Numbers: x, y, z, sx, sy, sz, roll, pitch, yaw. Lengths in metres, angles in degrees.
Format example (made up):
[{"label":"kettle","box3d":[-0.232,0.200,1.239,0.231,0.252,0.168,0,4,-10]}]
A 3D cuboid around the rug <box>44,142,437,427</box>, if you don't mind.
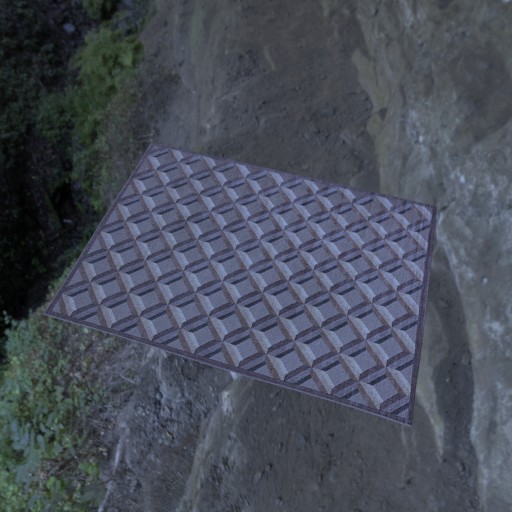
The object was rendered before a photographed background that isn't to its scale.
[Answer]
[{"label":"rug","box3d":[0.000,0.000,2.978,2.260,0.013,1.600,15,58,9]}]
